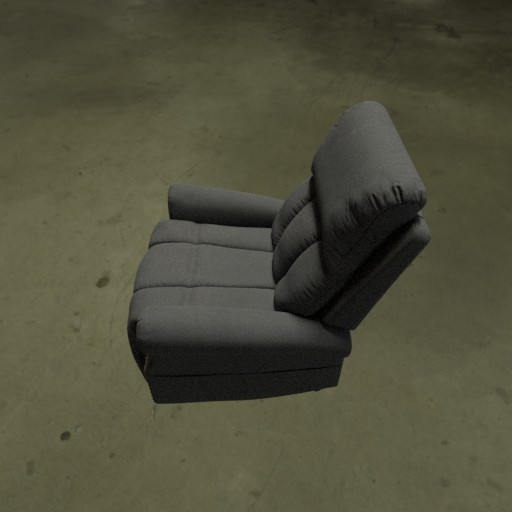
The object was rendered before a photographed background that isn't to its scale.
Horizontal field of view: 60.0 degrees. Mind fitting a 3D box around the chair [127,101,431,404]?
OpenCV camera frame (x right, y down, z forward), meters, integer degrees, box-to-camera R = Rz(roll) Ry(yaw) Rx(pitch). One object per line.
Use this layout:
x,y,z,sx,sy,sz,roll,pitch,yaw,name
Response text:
0.000,0.000,1.732,0.979,1.031,0.871,0,43,0,chair
